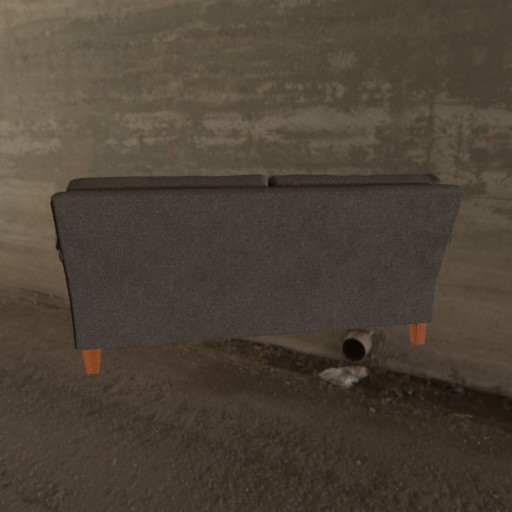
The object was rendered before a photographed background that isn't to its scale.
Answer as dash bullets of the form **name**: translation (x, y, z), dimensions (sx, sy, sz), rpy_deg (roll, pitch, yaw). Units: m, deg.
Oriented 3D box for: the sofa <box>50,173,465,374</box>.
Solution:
- **sofa**: translation (0.000, 0.000, 2.795), dimensions (2.160, 1.054, 1.087), rpy_deg (-3, 14, -10)
